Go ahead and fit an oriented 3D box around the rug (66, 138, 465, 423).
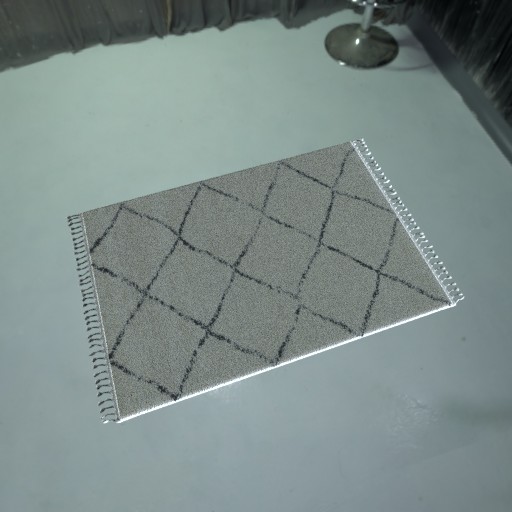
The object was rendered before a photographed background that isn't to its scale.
[{"bbox_3d":[0.000,0.000,2.945,2.307,0.031,1.494,-17,61,-10],"label":"rug"}]
